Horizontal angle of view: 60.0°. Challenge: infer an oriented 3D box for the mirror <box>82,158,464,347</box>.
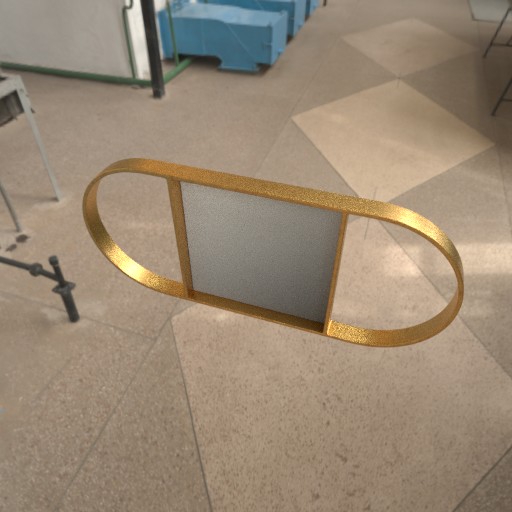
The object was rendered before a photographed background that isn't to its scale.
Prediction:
[{"bbox_3d":[0.000,0.000,0.671,0.584,0.254,0.032,13,44,14],"label":"mirror"}]
